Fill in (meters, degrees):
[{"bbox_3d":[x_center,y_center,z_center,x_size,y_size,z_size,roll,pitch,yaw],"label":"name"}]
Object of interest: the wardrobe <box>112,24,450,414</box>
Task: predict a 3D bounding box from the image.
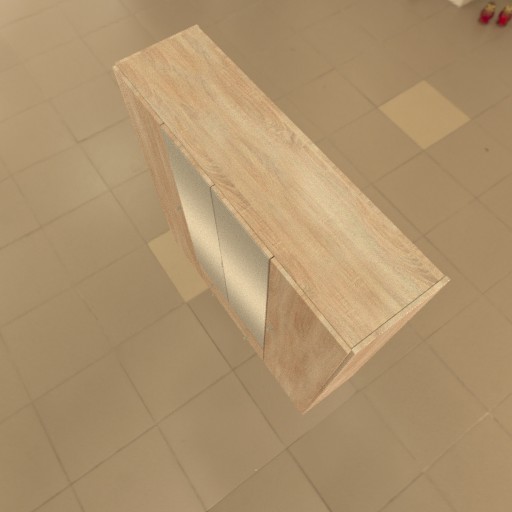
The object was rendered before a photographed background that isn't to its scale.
[{"bbox_3d":[0.000,0.000,3.136,0.598,2.159,1.998,-33,69,-15],"label":"wardrobe"}]
